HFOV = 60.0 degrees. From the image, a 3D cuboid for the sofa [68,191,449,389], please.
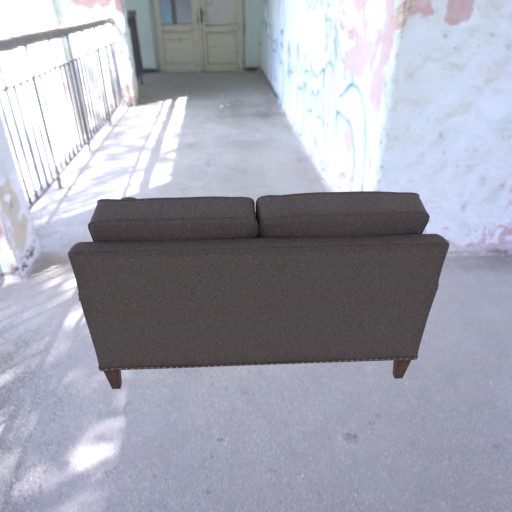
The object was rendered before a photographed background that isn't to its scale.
[{"bbox_3d":[0.000,0.000,2.362,1.597,1.003,1.084,-1,31,-2],"label":"sofa"}]
